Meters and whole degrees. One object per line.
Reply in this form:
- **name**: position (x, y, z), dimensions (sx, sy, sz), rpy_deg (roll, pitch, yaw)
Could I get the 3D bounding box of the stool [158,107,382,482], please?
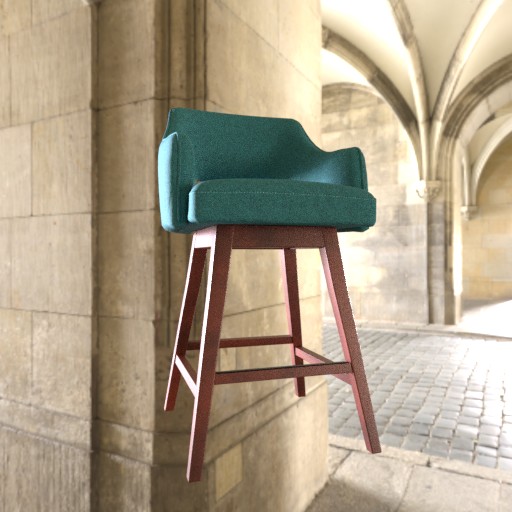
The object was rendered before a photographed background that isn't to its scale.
- **stool**: position (0.000, 0.000, 1.267), dimensions (0.548, 0.961, 0.556), rpy_deg (0, 0, -18)
